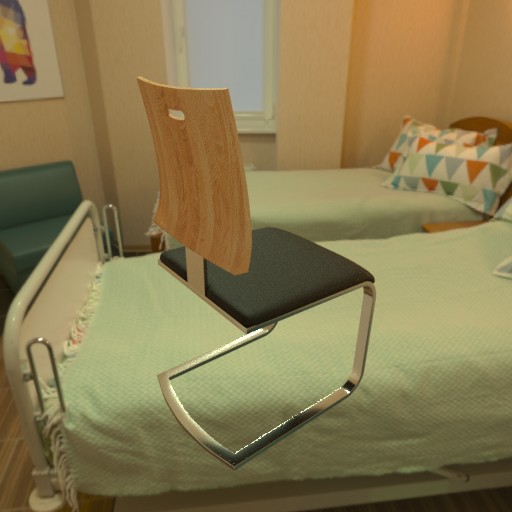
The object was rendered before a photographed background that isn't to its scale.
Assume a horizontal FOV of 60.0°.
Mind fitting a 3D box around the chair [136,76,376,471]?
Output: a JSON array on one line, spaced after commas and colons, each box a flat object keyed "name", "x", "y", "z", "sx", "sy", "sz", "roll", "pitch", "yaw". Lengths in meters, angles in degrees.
[{"name": "chair", "x": 0.000, "y": 0.000, "z": 1.247, "sx": 0.560, "sy": 0.936, "sz": 0.462, "roll": -18, "pitch": 31, "yaw": -33}]
